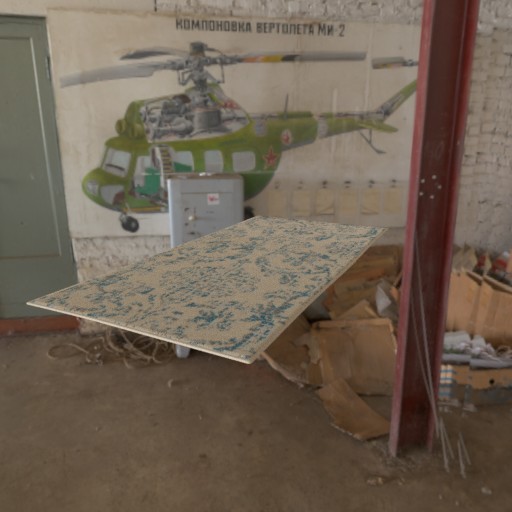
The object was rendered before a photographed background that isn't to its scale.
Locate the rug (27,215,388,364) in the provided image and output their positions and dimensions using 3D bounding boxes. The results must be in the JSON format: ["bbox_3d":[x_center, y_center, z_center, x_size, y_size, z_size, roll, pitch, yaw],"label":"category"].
[{"bbox_3d":[0.000,0.000,1.435,0.605,0.007,1.220,8,18,26],"label":"rug"}]
